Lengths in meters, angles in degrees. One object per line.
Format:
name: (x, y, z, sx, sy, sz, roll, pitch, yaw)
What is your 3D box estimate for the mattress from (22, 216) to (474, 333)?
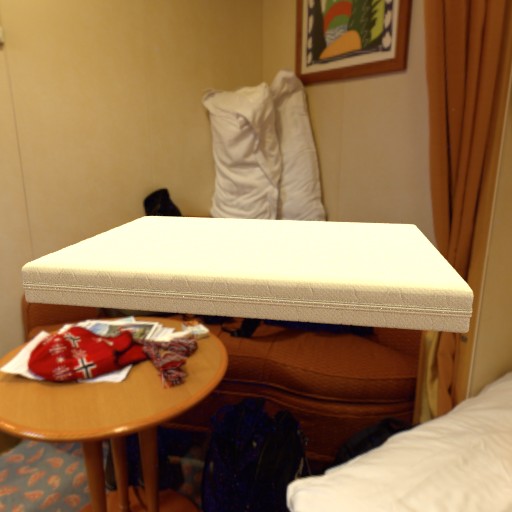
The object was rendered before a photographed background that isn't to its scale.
mattress: (0.000, 0.000, 2.587, 2.000, 0.200, 1.400, 3, 15, 10)
